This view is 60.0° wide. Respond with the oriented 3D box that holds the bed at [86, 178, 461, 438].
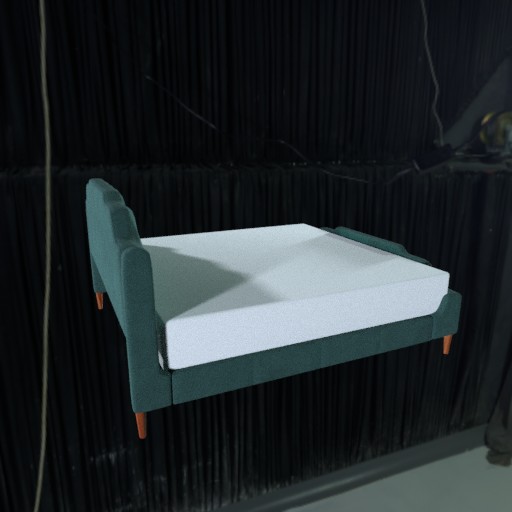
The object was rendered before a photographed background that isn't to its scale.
[{"bbox_3d":[0.000,0.000,3.538,2.340,1.245,2.074,-7,17,-24],"label":"bed"}]
